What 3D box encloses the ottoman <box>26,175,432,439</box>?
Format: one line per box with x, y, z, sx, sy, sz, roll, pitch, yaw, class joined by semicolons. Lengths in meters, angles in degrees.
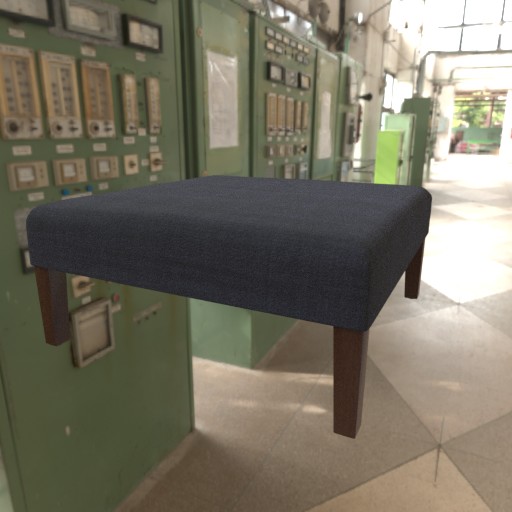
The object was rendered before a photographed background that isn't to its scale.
0.000;0.000;1.353;0.890;0.411;0.889;8;18;26;ottoman
